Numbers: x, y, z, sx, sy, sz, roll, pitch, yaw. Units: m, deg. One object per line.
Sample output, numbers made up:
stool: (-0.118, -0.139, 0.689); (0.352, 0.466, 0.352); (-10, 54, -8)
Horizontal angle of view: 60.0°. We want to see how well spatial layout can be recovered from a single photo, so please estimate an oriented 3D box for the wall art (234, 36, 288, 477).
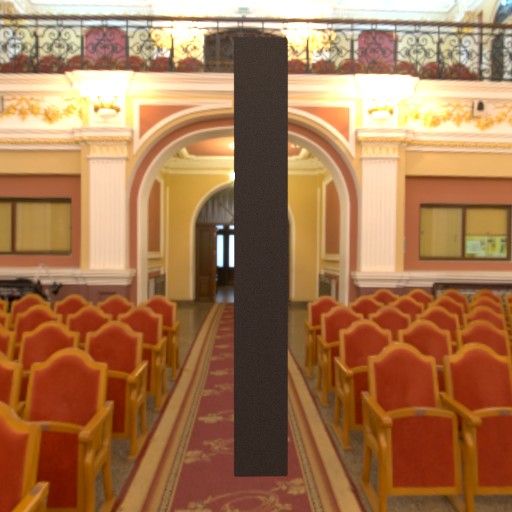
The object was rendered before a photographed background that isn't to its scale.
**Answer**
wall art: (0.000, 0.000, 0.459); (0.037, 0.305, 0.305); (0, 0, -1)
